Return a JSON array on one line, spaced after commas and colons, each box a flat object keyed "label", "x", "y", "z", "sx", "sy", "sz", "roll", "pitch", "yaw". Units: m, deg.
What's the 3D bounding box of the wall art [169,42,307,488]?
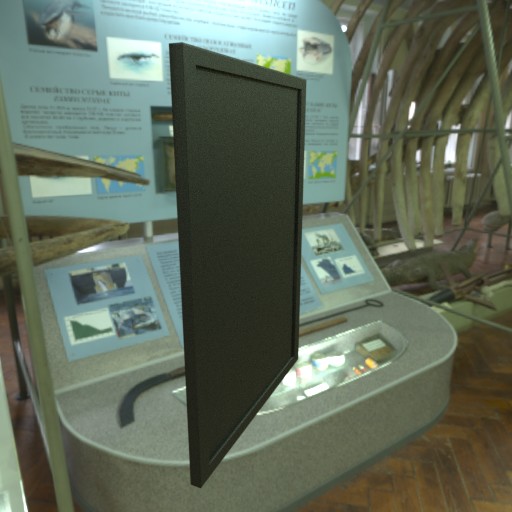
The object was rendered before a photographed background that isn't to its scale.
[{"label": "wall art", "x": 0.000, "y": 0.000, "z": 0.544, "sx": 0.013, "sy": 0.431, "sz": 0.303, "roll": 7, "pitch": 18, "yaw": 24}]
